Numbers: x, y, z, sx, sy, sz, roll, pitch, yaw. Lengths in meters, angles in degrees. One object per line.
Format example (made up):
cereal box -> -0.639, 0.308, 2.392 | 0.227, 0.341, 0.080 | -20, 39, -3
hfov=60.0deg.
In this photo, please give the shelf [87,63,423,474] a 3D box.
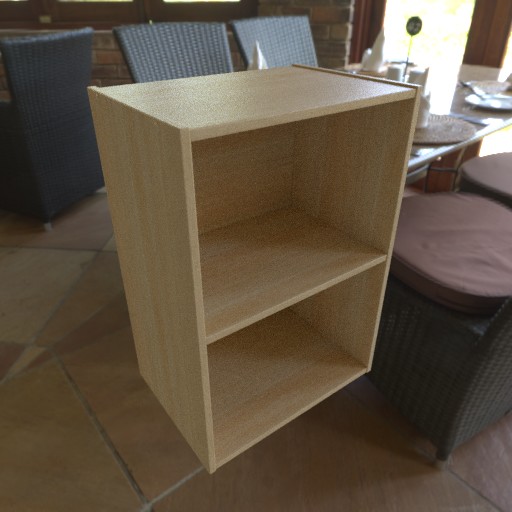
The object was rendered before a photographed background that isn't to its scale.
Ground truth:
shelf -> 0.000, 0.000, 0.815 | 0.414, 0.592, 0.290 | -21, 37, -31
